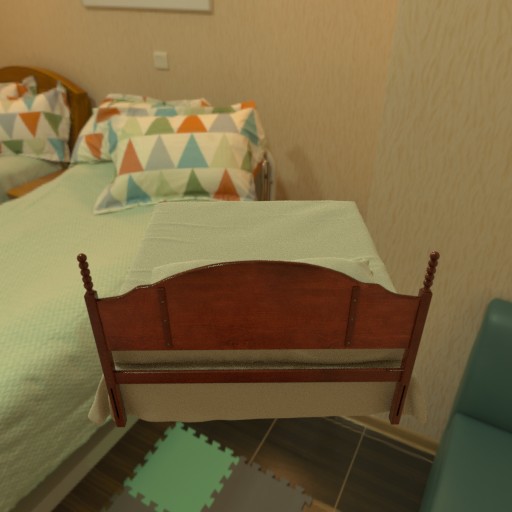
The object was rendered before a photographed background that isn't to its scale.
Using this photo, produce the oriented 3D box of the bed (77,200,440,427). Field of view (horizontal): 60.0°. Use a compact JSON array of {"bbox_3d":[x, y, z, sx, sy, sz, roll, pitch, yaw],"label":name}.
[{"bbox_3d":[0.000,0.000,3.587,2.322,1.355,2.219,0,32,-1],"label":"bed"}]
